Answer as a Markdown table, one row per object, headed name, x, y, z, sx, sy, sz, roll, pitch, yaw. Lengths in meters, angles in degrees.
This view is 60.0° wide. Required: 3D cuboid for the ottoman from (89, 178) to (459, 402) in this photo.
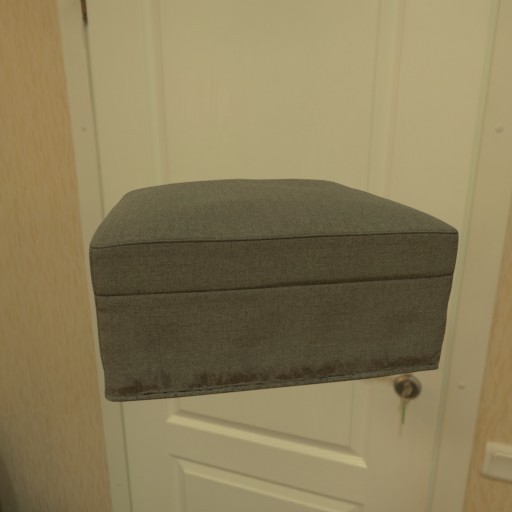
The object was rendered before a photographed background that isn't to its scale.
| name | x | y | z | sx | sy | sz | roll | pitch | yaw |
| --- | --- | --- | --- | --- | --- | --- | --- | --- | --- |
| ottoman | 0.000 | 0.000 | 1.379 | 0.843 | 0.436 | 0.840 | -3 | 16 | -10 |
